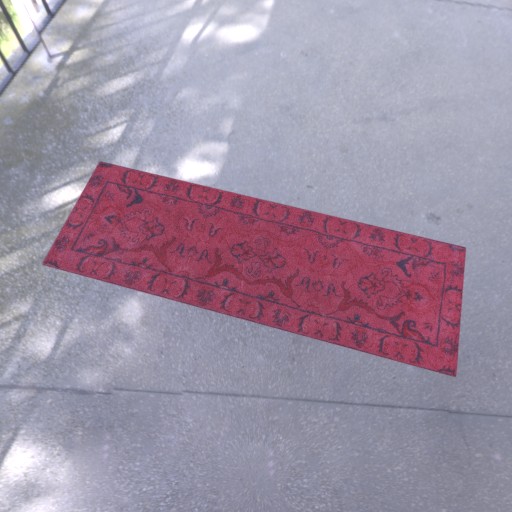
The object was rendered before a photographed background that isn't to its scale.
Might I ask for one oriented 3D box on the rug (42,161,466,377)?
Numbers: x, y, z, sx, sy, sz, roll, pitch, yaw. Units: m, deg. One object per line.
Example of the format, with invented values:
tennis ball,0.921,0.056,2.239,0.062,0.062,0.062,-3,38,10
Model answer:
rug,0.000,0.000,2.682,2.439,0.018,0.813,14,64,7
